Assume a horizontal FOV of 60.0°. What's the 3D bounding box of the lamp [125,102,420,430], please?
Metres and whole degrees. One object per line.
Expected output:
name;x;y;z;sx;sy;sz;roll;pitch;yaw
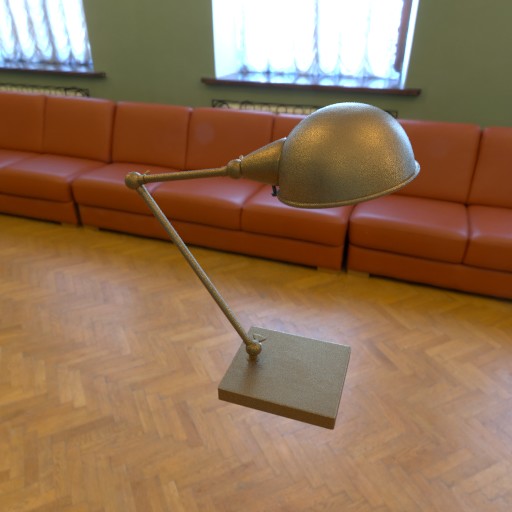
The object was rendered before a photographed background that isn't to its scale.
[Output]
lamp;0.000;0.000;0.544;0.339;0.371;0.149;9;31;16
